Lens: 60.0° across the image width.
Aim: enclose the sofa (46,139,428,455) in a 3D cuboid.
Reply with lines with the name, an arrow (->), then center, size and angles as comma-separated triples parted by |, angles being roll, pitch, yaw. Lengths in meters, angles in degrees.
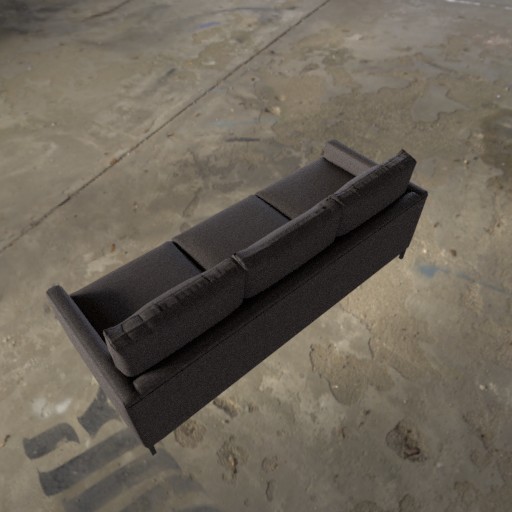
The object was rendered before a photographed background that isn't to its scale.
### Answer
sofa -> 0.000, 0.000, 2.727 | 2.253, 0.882, 0.876 | -32, 55, -27
